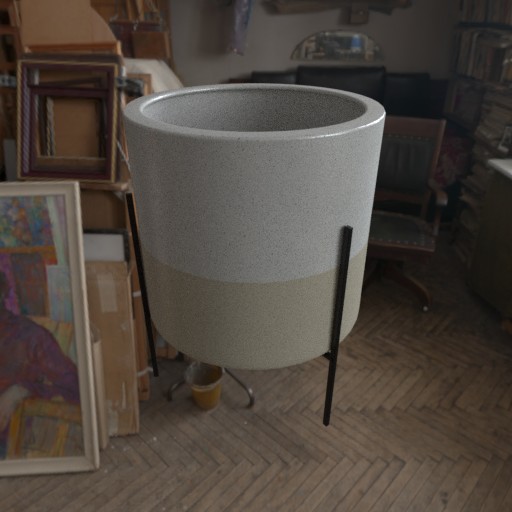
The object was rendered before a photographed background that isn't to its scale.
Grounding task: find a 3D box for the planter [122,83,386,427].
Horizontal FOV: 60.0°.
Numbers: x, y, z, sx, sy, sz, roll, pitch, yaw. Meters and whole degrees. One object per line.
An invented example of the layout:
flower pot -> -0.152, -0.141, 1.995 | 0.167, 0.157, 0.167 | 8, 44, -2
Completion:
planter -> 0.000, 0.000, 0.732 | 0.359, 0.484, 0.368 | -23, 37, -34
